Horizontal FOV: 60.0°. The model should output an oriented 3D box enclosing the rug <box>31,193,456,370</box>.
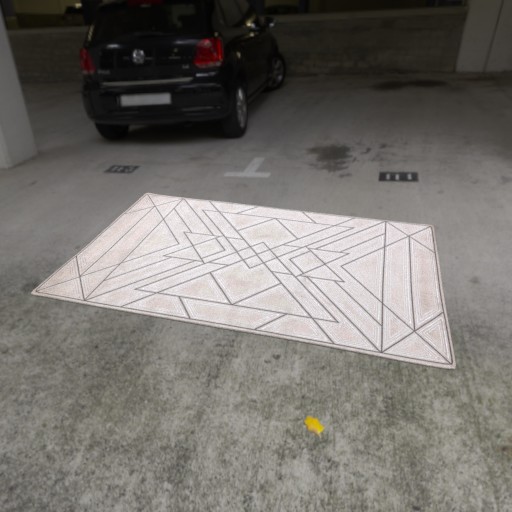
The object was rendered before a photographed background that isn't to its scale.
[{"bbox_3d":[0.000,0.000,3.094,2.459,0.023,1.575,8,33,13],"label":"rug"}]
